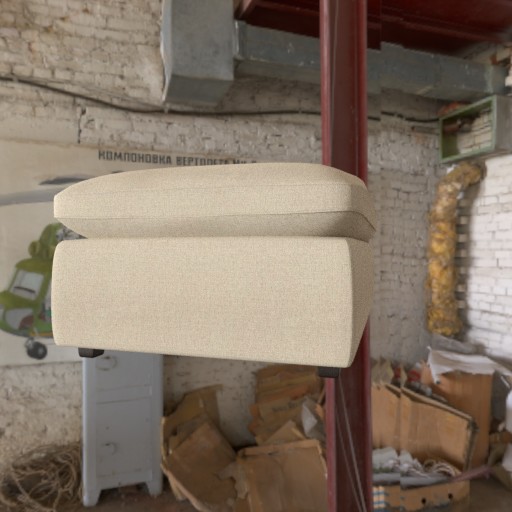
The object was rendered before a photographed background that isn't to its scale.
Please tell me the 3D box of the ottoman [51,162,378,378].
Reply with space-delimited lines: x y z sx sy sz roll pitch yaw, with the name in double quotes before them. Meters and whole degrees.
"ottoman" 0.000 0.000 1.328 0.686 0.453 0.984 0 1 17
